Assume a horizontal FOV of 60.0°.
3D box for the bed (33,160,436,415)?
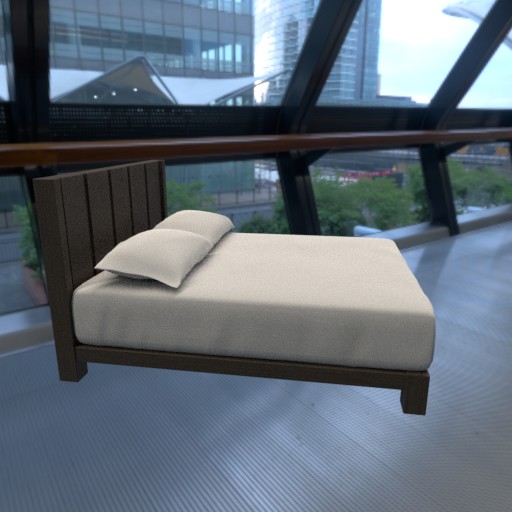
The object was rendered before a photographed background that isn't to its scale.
[{"bbox_3d":[0.000,0.000,3.287,2.242,1.270,1.727,3,16,9],"label":"bed"}]
